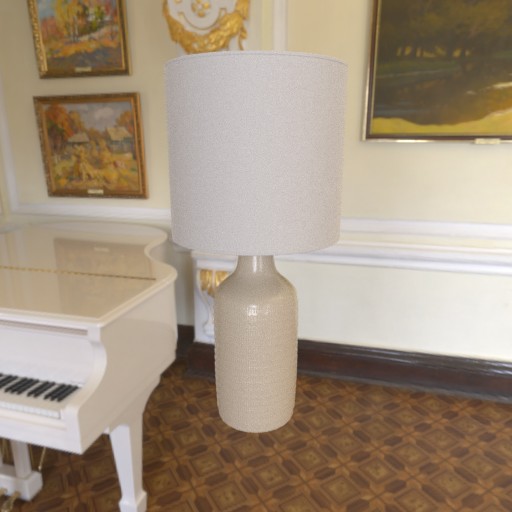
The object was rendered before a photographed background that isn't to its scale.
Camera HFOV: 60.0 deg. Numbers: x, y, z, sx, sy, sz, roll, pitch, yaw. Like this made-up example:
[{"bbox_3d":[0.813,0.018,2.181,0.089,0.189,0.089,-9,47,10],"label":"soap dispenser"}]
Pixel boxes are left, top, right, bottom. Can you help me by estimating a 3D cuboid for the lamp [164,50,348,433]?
[{"bbox_3d":[0.000,0.000,0.601,0.220,0.475,0.220,8,16,27],"label":"lamp"}]
